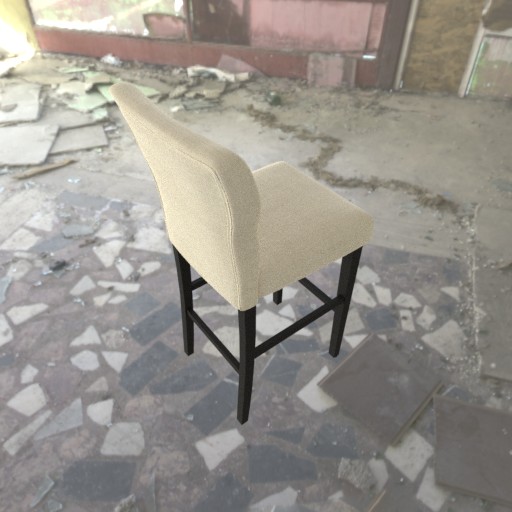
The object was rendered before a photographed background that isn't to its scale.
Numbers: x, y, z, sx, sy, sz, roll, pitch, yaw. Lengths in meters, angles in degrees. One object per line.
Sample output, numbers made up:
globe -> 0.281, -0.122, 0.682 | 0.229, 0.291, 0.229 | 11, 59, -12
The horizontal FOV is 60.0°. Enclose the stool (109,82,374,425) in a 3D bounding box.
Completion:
stool -> 0.000, 0.000, 1.464 | 0.603, 1.124, 0.516 | -27, 48, -27
